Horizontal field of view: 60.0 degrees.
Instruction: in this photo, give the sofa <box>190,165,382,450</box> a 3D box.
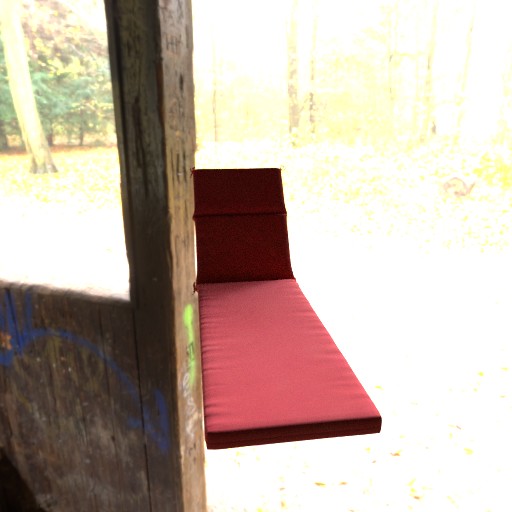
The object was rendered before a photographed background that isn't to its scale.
[{"bbox_3d":[0.000,0.000,1.953,0.582,0.622,1.663,-2,18,-8],"label":"sofa"}]
